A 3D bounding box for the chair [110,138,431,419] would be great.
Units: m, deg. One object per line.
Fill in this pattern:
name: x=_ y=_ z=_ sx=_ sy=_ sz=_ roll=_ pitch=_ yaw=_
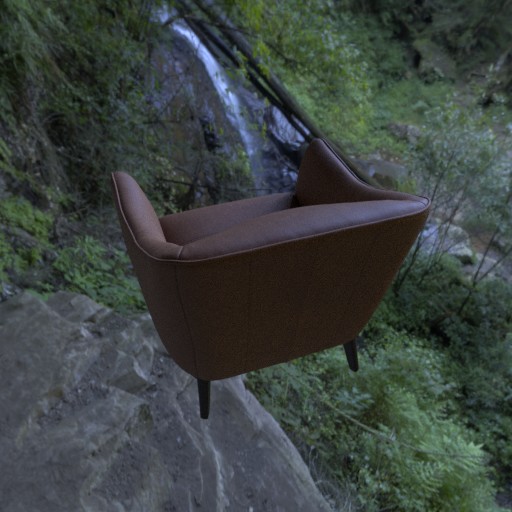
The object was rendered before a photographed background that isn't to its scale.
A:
chair: x=0.000 y=0.000 z=1.569 sx=0.871 sy=0.830 sz=0.852 roll=-13 pitch=43 yaw=-14
